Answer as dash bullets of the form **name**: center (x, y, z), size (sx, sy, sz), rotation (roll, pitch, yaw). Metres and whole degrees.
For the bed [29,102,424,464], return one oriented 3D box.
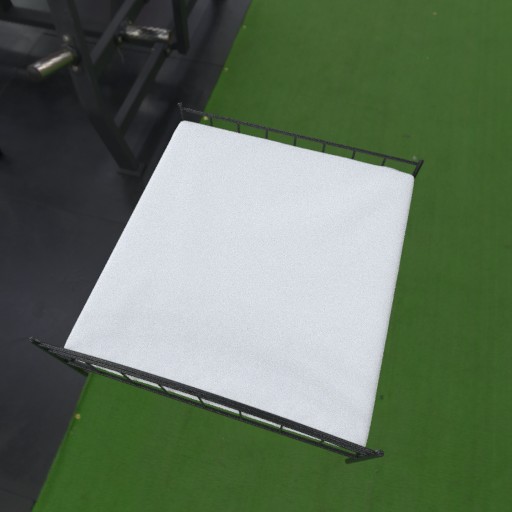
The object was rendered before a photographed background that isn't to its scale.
- **bed**: center (0.000, 0.000, 2.976), size (1.880, 0.940, 2.040), rotation (15, 64, 8)
